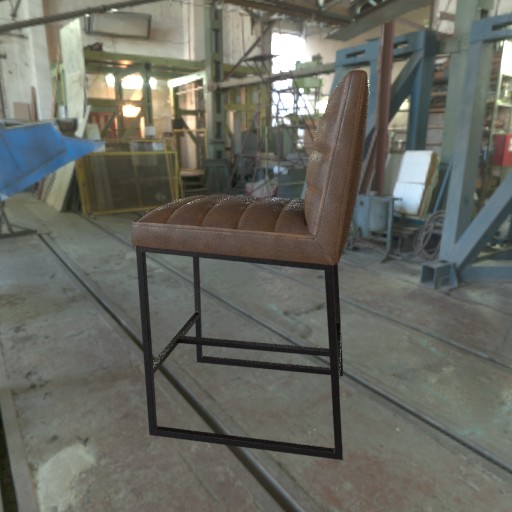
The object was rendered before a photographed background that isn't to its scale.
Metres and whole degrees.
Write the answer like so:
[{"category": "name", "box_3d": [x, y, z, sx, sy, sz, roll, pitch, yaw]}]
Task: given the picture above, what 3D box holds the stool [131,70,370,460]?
[{"category": "stool", "box_3d": [0.000, 0.000, 1.270, 0.562, 0.942, 0.463, 3, 15, 10]}]
